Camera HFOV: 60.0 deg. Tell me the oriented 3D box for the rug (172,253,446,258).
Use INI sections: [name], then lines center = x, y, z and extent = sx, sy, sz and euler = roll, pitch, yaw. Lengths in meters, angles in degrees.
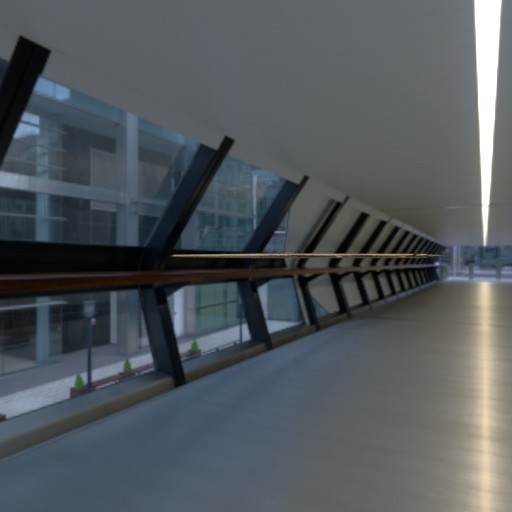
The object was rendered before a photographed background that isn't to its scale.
[rug]
center = 0.000, 0.000, 2.718
extent = 0.729, 0.021, 2.438
euler = 0, 0, -18
